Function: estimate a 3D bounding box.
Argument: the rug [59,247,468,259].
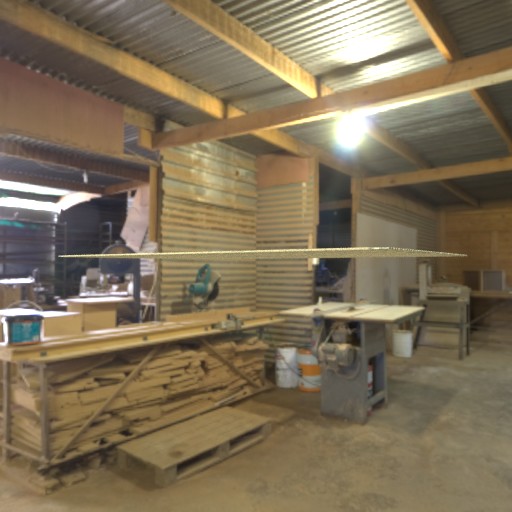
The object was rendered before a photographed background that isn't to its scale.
[{"bbox_3d":[0.000,0.000,3.107,2.438,0.010,1.524,-1,-2,36],"label":"rug"}]
